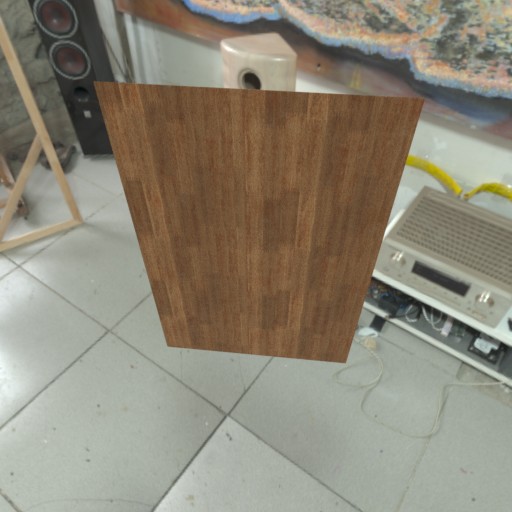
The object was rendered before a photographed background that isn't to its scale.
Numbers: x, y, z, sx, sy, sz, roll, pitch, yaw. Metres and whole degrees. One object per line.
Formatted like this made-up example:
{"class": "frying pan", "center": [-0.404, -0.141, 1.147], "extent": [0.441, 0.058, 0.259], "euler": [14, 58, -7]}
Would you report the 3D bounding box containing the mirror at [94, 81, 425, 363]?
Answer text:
{"class": "mirror", "center": [0.000, 0.000, 1.252], "extent": [0.651, 1.010, 0.047], "euler": [4, 48, 4]}
